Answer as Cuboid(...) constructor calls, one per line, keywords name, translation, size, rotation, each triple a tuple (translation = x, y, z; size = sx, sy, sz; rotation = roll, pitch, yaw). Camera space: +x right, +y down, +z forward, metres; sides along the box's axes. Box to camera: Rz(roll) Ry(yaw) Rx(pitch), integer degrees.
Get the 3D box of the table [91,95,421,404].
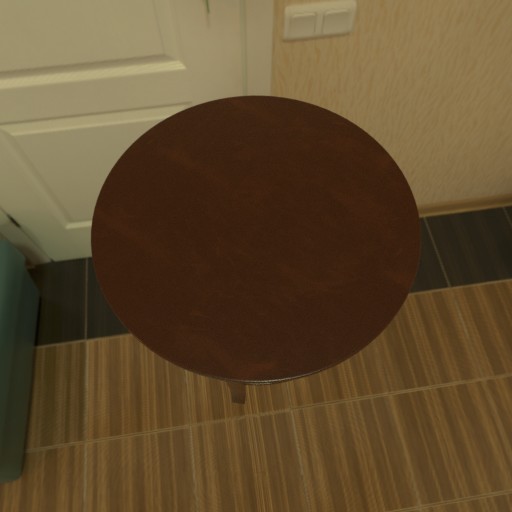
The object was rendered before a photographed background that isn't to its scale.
Cuboid(name="table", translation=(0.000, 0.000, 1.464), size=(0.911, 0.512, 0.911), rotation=(0, 64, 0))
